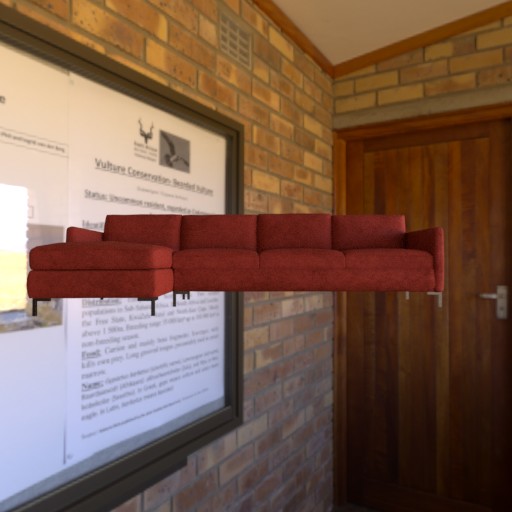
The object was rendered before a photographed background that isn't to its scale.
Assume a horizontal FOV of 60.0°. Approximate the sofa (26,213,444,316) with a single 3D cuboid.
[{"bbox_3d":[0.000,0.000,2.922,2.467,0.663,1.136,0,-1,-1],"label":"sofa"}]
